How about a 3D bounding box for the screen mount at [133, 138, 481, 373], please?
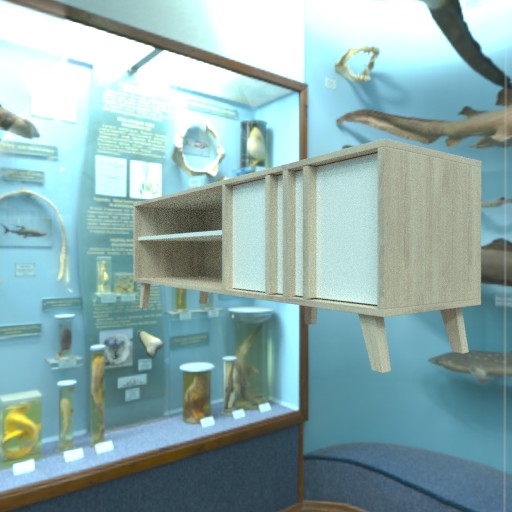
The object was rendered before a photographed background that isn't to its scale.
[{"bbox_3d":[0.000,0.000,1.673,0.400,0.510,1.500,0,0,-36],"label":"screen mount"}]
